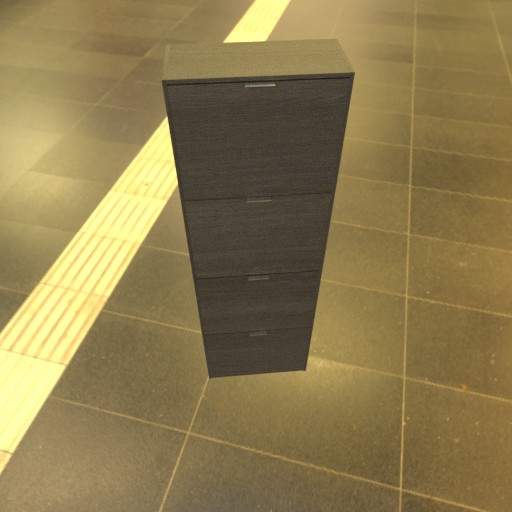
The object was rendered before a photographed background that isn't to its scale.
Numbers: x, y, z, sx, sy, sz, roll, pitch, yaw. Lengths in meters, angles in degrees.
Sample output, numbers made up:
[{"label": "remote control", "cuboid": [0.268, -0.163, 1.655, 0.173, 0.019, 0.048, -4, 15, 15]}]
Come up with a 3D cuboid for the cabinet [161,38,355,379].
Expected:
[{"label": "cabinet", "cuboid": [0.000, 0.000, 1.851, 0.520, 1.630, 0.255, -4, 47, -4]}]
